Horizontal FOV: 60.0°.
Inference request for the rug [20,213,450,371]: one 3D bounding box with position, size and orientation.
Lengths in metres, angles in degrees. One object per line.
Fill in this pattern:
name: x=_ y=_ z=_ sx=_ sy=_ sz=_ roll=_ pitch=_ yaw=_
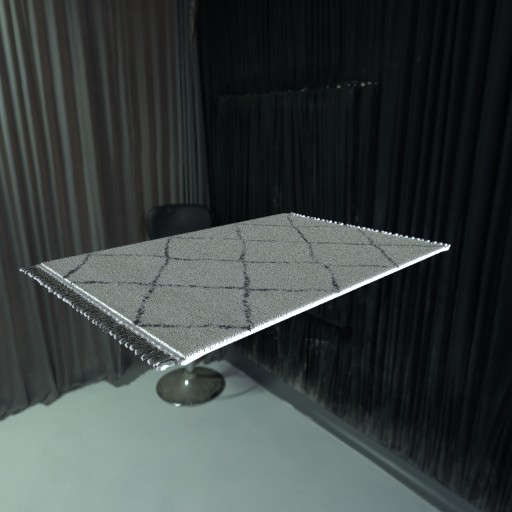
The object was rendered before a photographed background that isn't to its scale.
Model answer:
rug: x=0.000 y=0.000 z=2.767 sx=2.307 sy=0.031 sz=1.494 roll=-16 pitch=23 yaw=-41
